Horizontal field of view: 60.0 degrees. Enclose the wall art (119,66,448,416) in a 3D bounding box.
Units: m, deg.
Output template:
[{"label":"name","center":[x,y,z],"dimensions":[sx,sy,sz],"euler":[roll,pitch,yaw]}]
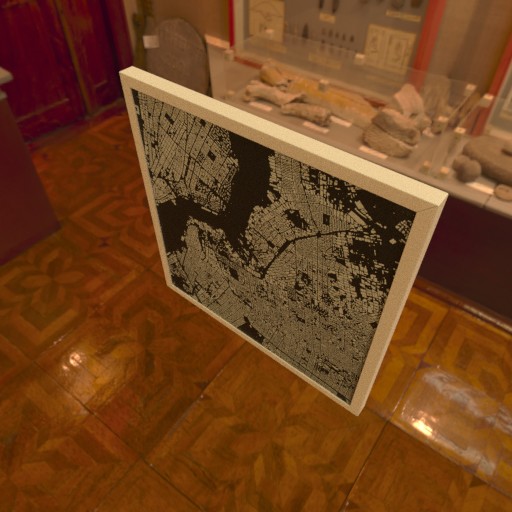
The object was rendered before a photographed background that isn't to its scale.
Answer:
[{"label":"wall art","center":[0.000,0.000,1.136],"dimensions":[0.761,0.762,0.050],"euler":[30,53,25]}]
